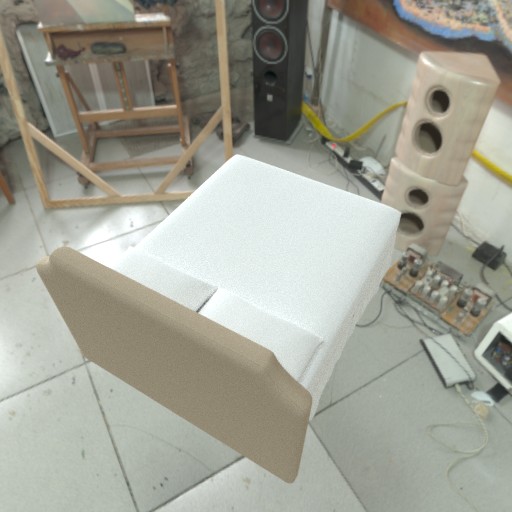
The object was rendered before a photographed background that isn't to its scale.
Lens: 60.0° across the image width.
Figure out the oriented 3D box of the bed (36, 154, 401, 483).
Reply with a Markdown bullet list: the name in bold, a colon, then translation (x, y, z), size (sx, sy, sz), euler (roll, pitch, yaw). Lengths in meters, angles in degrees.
- **bed**: translation (0.000, 0.000, 3.297), size (1.828, 1.301, 2.204), euler (23, 52, 20)
